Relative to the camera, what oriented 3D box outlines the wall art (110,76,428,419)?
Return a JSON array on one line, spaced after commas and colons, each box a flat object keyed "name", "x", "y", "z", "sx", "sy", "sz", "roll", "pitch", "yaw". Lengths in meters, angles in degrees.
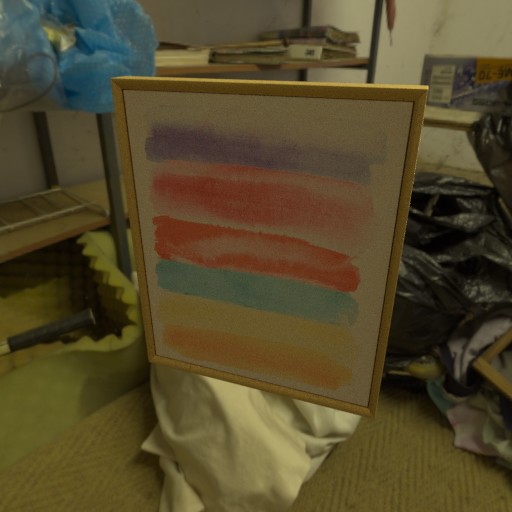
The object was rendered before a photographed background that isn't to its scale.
[{"name": "wall art", "x": 0.000, "y": 0.000, "z": 0.873, "sx": 0.537, "sy": 0.642, "sz": 0.048, "roll": 9, "pitch": 28, "yaw": 18}]
